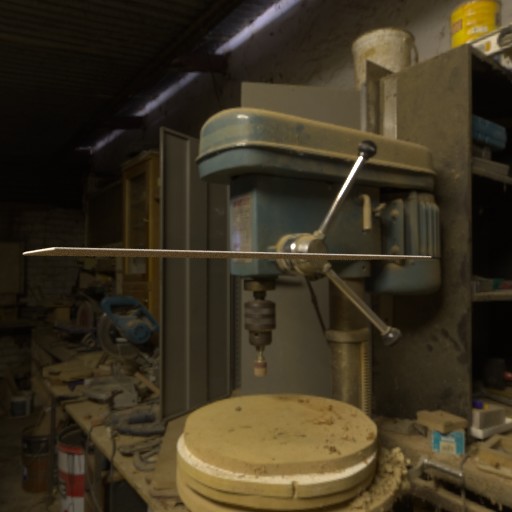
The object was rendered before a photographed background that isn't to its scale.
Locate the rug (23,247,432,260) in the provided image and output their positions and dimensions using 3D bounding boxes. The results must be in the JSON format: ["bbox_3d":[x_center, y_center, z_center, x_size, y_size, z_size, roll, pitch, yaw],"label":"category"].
[{"bbox_3d":[0.000,0.000,2.697,2.450,0.014,0.793,1,-2,-35],"label":"rug"}]
